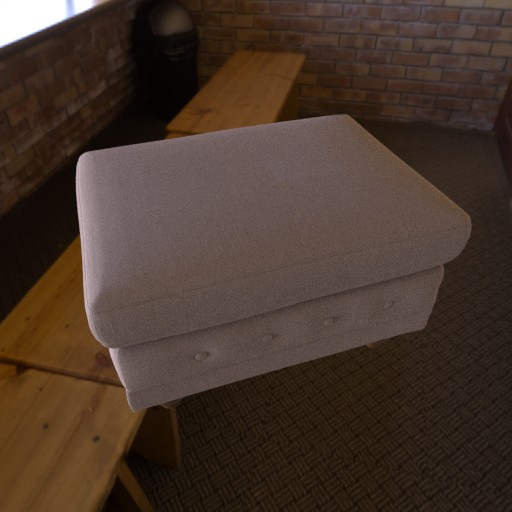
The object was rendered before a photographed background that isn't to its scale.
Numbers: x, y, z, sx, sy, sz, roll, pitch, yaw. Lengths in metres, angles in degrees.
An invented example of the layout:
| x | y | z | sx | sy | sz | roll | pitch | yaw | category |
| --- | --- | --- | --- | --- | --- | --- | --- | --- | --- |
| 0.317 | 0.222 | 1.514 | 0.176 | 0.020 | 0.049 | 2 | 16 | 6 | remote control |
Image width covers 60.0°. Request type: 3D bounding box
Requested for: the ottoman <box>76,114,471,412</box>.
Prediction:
| x | y | z | sx | sy | sz | roll | pitch | yaw | category |
| --- | --- | --- | --- | --- | --- | --- | --- | --- | --- |
| 0.000 | 0.000 | 1.124 | 0.771 | 0.500 | 0.569 | -12 | 42 | -14 | ottoman |
